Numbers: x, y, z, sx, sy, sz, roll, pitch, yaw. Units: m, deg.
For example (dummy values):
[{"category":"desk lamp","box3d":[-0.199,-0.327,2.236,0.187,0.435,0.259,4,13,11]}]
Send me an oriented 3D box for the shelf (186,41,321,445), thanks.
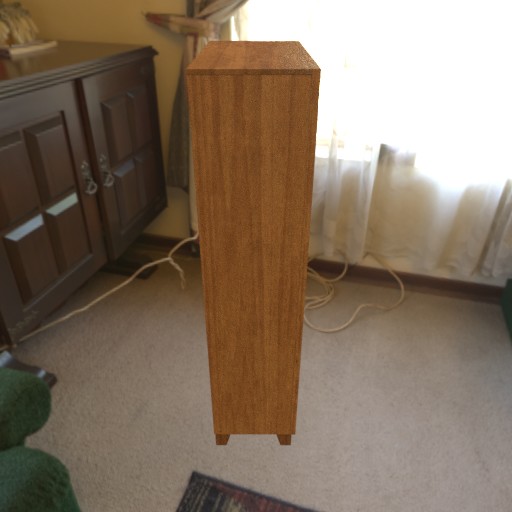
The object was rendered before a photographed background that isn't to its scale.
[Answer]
[{"category":"shelf","box3d":[0.000,0.000,2.294,0.453,1.930,0.864,0,31,0]}]
